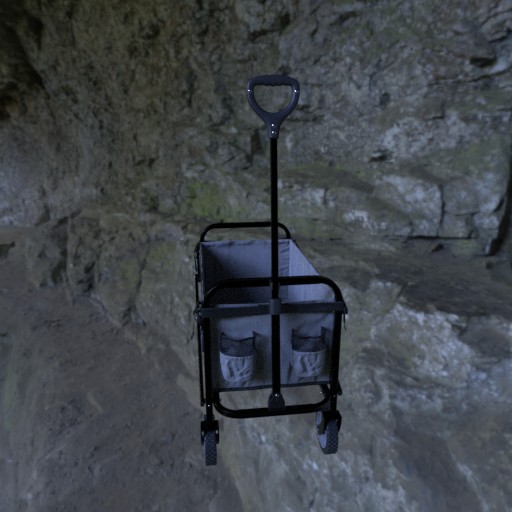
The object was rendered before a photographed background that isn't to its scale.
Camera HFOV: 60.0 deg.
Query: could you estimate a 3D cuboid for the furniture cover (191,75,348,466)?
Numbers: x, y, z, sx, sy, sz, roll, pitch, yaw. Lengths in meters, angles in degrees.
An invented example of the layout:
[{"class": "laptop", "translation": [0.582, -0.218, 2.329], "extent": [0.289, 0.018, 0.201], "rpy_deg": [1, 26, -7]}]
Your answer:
[{"class": "furniture cover", "translation": [0.000, 0.000, 1.795], "extent": [0.532, 1.295, 1.038], "rpy_deg": [-2, 17, -7]}]
